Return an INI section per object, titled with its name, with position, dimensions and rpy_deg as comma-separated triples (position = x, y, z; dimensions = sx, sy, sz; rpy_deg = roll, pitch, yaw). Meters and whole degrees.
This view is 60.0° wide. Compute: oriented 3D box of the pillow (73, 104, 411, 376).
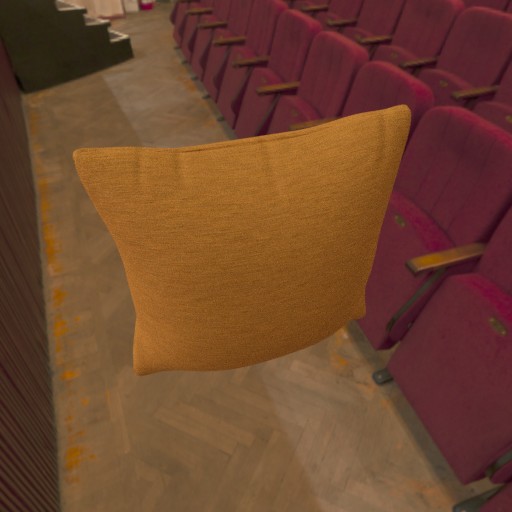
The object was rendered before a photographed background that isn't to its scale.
[pillow]
position = 0.000, 0.000, 0.672
dimensions = 0.435, 0.417, 0.247
rpy_deg = -12, 43, -13
